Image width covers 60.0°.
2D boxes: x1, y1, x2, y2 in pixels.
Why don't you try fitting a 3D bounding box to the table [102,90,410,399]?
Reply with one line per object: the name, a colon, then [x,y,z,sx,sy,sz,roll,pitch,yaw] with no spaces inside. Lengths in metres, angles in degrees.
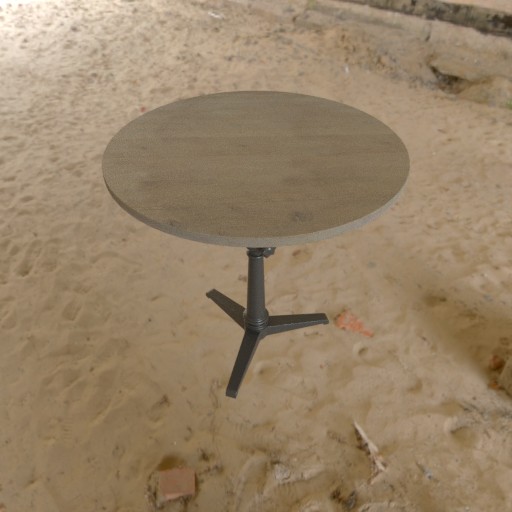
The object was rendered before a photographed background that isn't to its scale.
table: [0.000,0.000,1.440,0.800,0.780,0.800,0,41,0]
